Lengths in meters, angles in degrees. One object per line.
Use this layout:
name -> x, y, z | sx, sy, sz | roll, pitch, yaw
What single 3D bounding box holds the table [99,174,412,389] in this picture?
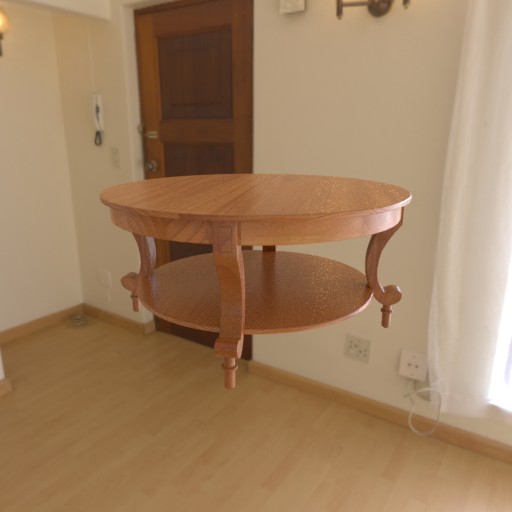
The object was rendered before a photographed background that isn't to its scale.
table -> 0.000, 0.000, 1.599 | 1.029, 0.490, 1.029 | 0, 16, 0
